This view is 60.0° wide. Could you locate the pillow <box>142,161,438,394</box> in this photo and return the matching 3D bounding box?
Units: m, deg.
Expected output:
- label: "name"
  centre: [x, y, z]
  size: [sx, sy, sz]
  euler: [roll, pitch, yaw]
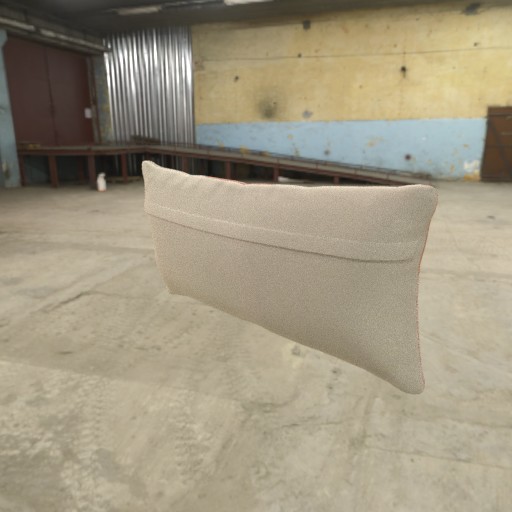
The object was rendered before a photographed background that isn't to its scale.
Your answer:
- label: "pillow"
  centre: [0.000, 0.000, 0.738]
  size: [0.155, 0.292, 0.609]
  euler: [-14, 20, -42]
